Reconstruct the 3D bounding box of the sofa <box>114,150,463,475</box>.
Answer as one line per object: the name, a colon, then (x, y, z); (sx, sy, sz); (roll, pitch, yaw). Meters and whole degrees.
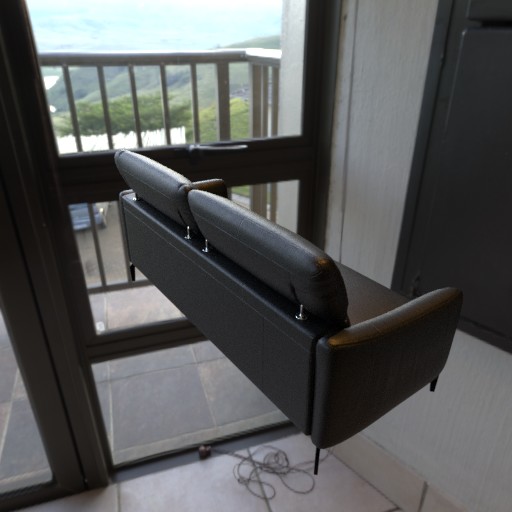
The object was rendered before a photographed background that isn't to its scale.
sofa: (0.000, 0.000, 2.477); (0.856, 0.957, 2.069); (-18, 32, -31)
